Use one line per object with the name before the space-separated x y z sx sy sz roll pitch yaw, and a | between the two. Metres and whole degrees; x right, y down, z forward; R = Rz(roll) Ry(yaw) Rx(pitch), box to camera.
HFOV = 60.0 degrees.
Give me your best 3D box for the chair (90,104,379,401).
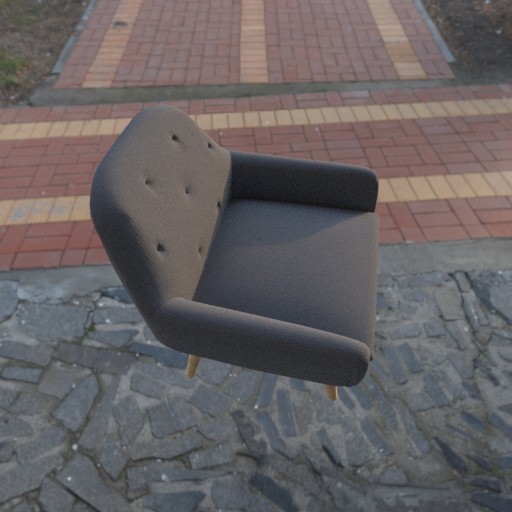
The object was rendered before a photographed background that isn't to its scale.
chair | 0.000 0.000 1.439 0.779 0.800 0.770 9 49 8
